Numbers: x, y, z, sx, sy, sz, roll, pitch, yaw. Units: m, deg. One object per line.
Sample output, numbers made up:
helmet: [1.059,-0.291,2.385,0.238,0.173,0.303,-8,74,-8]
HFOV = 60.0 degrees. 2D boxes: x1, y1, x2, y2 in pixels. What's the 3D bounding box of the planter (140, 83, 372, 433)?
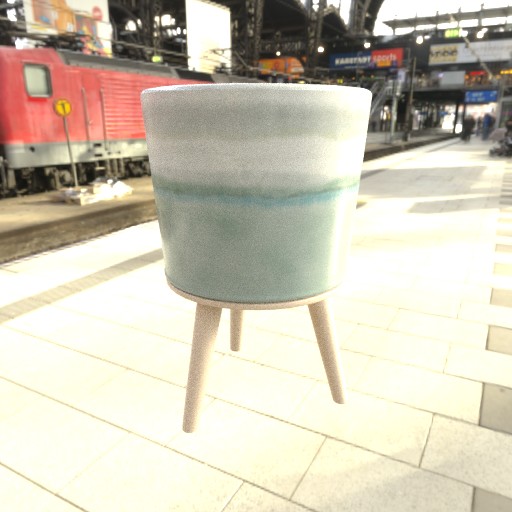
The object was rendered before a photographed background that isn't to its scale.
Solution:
planter: [0.000,0.000,0.580,0.265,0.404,0.265,8,19,25]
